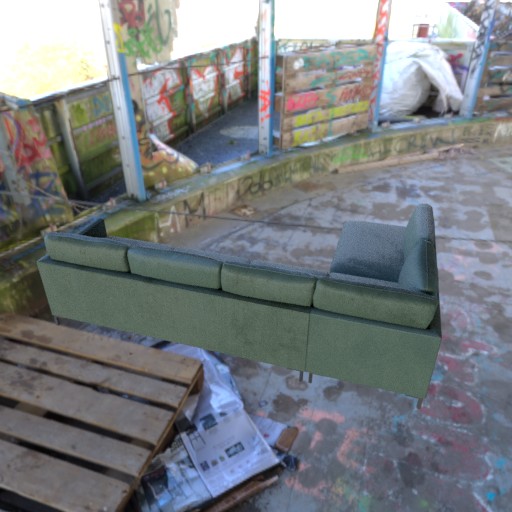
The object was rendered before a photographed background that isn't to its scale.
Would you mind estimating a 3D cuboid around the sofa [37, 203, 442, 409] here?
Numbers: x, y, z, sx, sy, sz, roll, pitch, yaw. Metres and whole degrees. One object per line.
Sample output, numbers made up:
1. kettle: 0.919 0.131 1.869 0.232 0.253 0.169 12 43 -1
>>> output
1. sofa: 0.000 0.000 4.390 3.384 0.996 2.048 9 32 15
